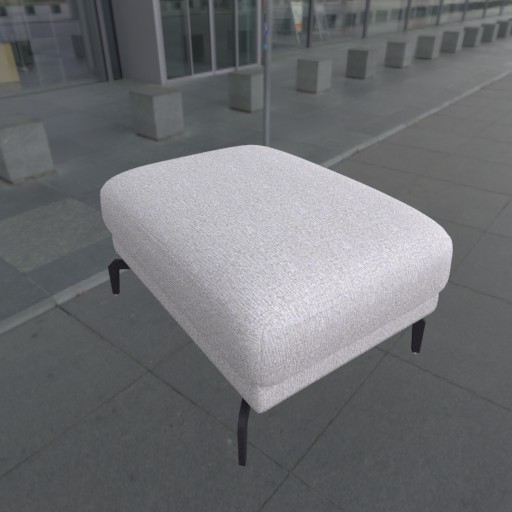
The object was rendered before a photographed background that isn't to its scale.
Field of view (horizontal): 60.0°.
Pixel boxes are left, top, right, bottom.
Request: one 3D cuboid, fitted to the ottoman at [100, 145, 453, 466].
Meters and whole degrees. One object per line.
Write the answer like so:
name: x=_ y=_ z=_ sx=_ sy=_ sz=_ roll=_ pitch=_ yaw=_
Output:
ottoman: x=0.000 y=0.000 z=1.130 sx=0.568 sy=0.420 sz=0.772 roll=-20 pitch=37 yaw=-30
